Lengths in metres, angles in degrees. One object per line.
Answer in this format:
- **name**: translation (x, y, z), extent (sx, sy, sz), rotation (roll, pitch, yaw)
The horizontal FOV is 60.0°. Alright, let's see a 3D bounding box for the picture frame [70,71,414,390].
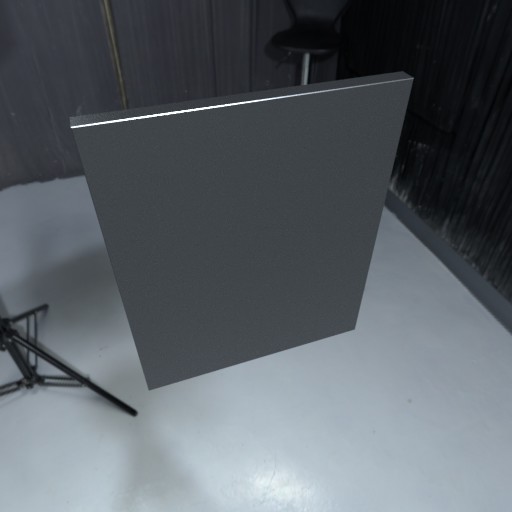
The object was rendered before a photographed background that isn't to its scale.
- **picture frame**: translation (0.000, 0.000, 0.760), extent (0.460, 0.556, 0.028), rotation (-13, 43, -14)
